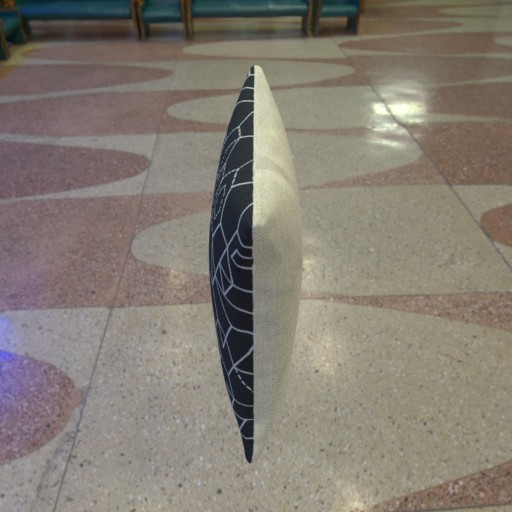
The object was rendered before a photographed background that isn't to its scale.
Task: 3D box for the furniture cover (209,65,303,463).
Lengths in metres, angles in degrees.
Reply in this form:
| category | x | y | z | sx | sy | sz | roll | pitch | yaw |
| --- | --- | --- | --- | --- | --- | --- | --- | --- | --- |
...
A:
| category | x | y | z | sx | sy | sz | roll | pitch | yaw |
| --- | --- | --- | --- | --- | --- | --- | --- | --- | --- |
| furniture cover | 0.000 | 0.000 | 0.794 | 0.158 | 0.508 | 0.517 | 0 | 39 | 0 |
